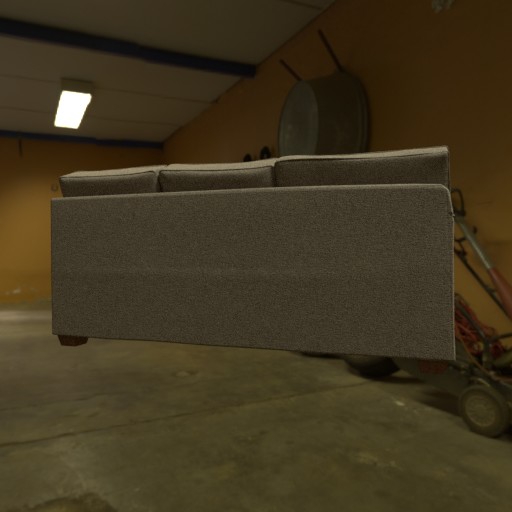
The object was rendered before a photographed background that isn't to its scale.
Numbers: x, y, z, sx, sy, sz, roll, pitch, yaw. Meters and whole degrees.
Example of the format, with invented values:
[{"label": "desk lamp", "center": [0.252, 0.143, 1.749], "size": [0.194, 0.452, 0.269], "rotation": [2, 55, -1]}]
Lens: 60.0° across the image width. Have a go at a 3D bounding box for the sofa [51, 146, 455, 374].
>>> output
[{"label": "sofa", "center": [0.000, 0.000, 2.496], "size": [1.963, 0.946, 1.034], "rotation": [0, 0, 18]}]
